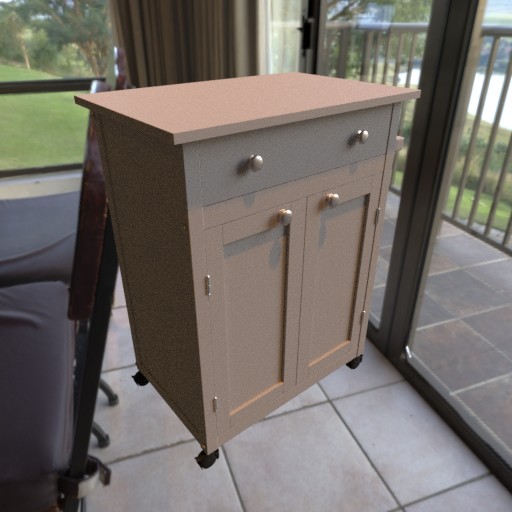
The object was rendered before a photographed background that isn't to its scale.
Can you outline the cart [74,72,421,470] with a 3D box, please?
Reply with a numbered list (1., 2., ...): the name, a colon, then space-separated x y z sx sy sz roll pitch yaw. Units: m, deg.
1. cart: 0.000 0.000 1.230 0.683 0.864 0.442 -21 36 -33
